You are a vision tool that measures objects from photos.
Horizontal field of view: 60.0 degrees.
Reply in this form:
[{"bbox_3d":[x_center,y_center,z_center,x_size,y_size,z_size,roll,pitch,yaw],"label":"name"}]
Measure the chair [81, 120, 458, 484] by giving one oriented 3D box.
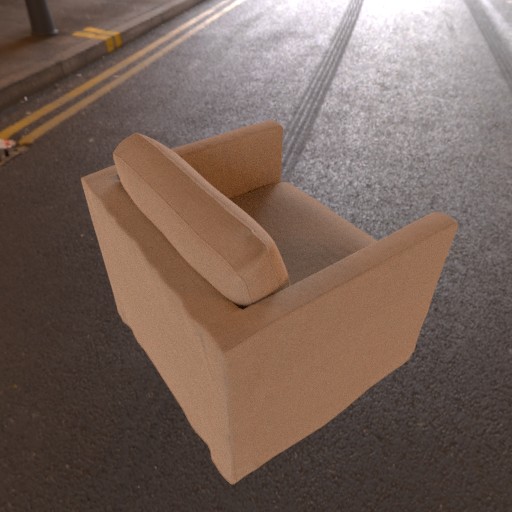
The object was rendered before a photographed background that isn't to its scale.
[{"bbox_3d":[0.000,0.000,1.732,0.949,0.867,1.057,-24,46,-26],"label":"chair"}]
